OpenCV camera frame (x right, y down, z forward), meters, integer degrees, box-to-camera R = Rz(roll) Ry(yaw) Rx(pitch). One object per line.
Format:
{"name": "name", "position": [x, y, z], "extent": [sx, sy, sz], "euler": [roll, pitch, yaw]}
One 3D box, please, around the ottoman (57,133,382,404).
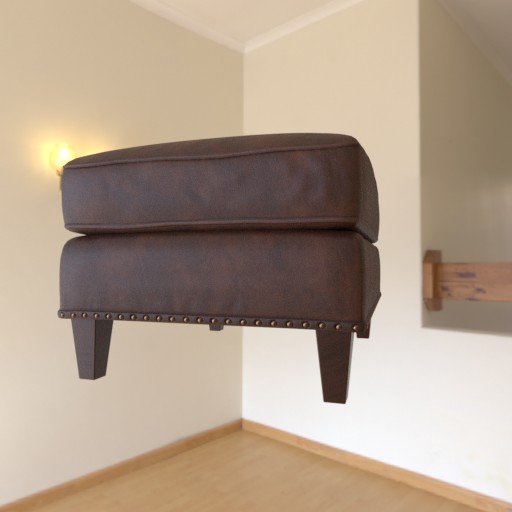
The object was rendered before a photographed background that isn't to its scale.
{"name": "ottoman", "position": [0.000, 0.000, 1.110], "extent": [0.586, 0.486, 0.742], "euler": [0, -1, 18]}
